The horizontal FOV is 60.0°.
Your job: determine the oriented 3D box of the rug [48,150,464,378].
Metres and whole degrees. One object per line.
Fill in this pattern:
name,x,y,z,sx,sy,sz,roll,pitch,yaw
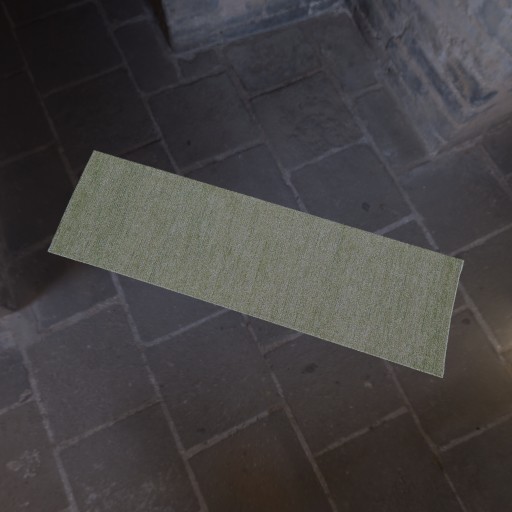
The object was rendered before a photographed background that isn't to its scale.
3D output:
rug,0.000,0.000,2.573,2.340,0.013,0.686,17,76,5
